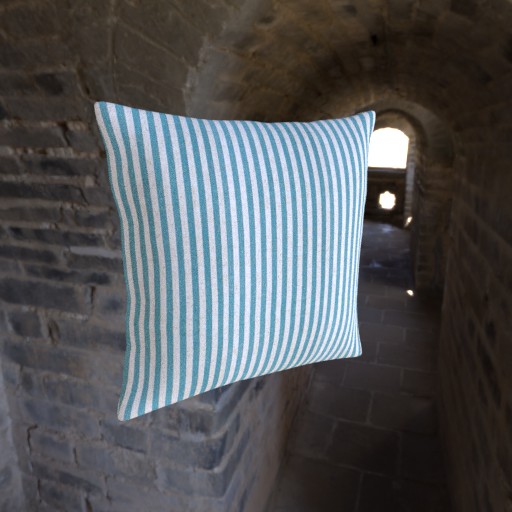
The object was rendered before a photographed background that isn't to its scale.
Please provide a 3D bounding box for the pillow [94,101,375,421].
[{"bbox_3d":[0.000,0.000,0.796,0.523,0.510,0.166,-8,17,-27],"label":"pillow"}]
